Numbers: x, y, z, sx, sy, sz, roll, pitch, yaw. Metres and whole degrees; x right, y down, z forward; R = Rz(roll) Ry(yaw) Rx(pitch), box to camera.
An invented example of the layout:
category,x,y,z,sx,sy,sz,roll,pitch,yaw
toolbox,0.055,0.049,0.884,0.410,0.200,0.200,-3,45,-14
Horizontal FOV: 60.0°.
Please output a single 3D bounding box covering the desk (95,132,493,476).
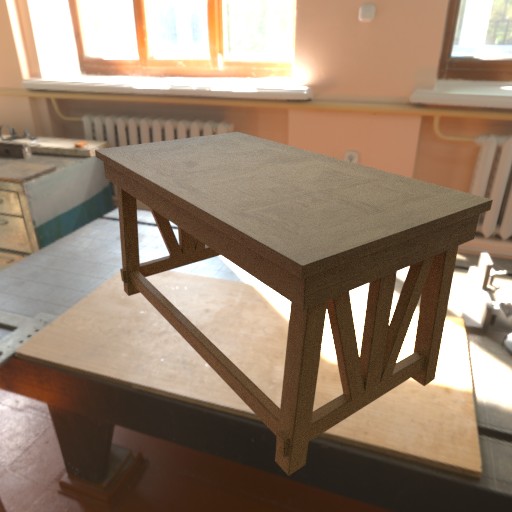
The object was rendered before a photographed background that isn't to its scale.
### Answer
category,x,y,z,sx,sy,sz,roll,pitch,yaw
desk,0.000,0.000,1.935,0.813,0.762,1.499,-17,31,-32
